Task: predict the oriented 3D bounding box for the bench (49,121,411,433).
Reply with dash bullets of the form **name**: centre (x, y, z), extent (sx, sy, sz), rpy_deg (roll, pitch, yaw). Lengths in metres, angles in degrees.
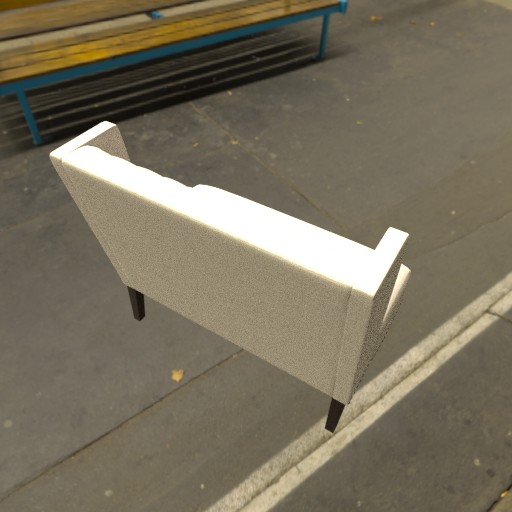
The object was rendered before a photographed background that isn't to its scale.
- **bench**: centre (0.000, 0.000, 2.022), extent (1.280, 1.123, 0.847), rpy_deg (24, 51, 22)
